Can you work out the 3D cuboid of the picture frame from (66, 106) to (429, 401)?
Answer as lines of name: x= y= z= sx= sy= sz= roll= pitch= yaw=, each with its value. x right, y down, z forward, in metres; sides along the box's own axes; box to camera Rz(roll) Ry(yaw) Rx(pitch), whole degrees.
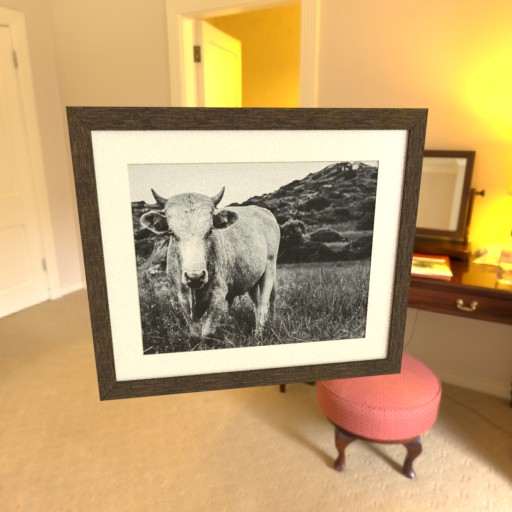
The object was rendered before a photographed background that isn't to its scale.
picture frame: x=0.000 y=0.000 z=0.521 sx=0.378 sy=0.330 sz=0.033 roll=-3 pitch=17 yaw=-9
